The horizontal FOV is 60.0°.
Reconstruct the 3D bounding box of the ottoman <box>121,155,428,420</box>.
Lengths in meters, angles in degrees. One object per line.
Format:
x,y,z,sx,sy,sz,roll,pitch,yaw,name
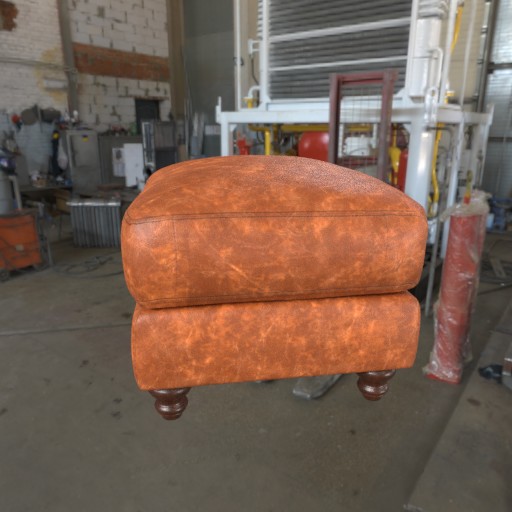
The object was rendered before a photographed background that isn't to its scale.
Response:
0.000,0.000,1.283,0.657,0.562,0.832,-2,16,-9,ottoman
